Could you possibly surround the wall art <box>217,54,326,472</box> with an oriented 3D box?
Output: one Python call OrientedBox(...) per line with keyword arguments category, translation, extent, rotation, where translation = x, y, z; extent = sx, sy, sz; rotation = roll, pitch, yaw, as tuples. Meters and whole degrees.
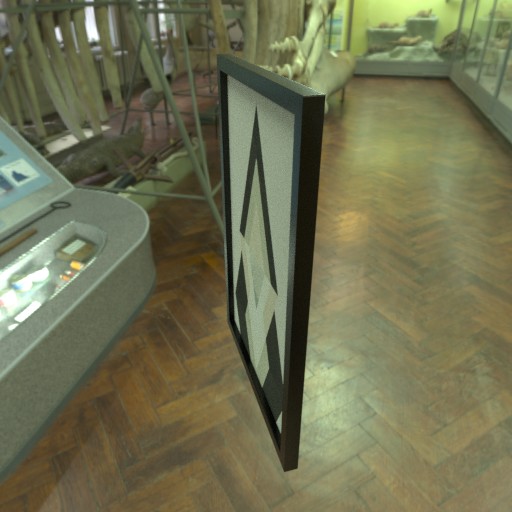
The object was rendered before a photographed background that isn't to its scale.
OrientedBox(category="wall art", translation=(0.000, 0.000, 0.580), extent=(0.019, 0.455, 0.314), rotation=(-8, 31, -14))
